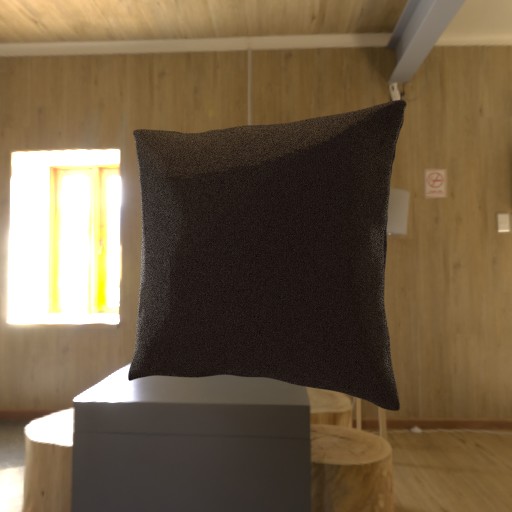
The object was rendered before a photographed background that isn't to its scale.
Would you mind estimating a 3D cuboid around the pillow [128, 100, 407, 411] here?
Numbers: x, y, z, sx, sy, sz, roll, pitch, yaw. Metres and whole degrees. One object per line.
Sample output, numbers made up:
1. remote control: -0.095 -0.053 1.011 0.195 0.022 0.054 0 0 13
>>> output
1. pillow: 0.000 0.000 0.697 0.452 0.439 0.204 0 -1 18
